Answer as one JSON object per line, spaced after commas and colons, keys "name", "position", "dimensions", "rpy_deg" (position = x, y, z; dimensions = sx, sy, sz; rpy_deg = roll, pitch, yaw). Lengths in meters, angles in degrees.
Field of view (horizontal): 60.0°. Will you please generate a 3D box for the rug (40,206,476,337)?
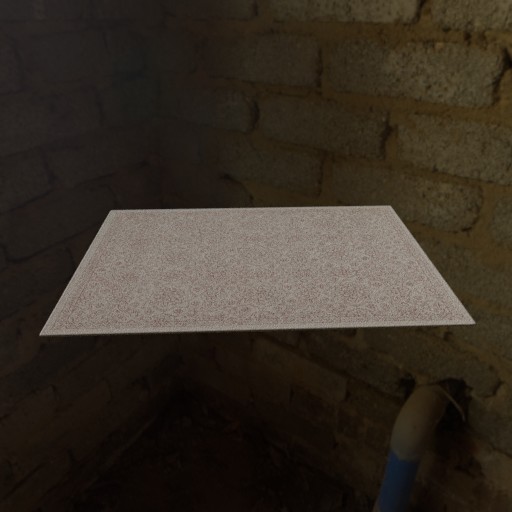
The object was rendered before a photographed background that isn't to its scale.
{"name": "rug", "position": [0.000, 0.000, 2.369], "dimensions": [1.829, 0.010, 1.219], "rpy_deg": [-1, 31, -2]}
